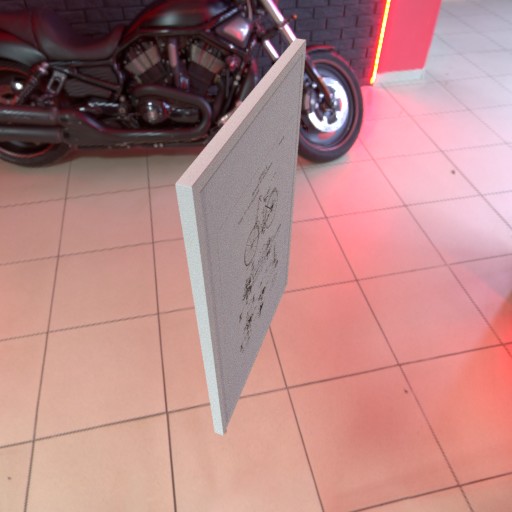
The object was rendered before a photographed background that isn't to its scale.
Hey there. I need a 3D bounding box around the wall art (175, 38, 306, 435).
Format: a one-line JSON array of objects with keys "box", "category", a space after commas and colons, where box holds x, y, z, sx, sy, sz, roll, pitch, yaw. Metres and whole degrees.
[{"box": [0.000, 0.000, 0.630, 0.015, 0.477, 0.332, 15, 47, 14], "category": "wall art"}]
